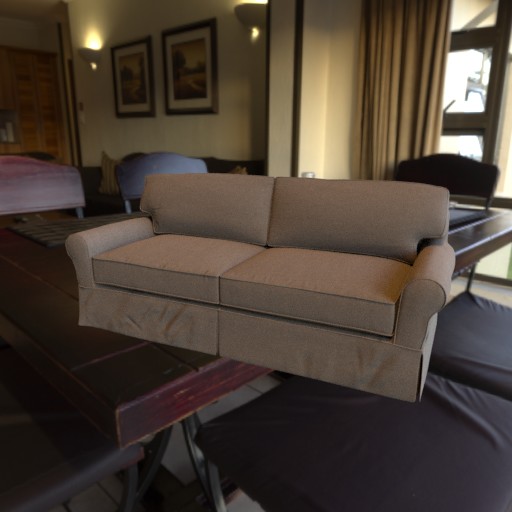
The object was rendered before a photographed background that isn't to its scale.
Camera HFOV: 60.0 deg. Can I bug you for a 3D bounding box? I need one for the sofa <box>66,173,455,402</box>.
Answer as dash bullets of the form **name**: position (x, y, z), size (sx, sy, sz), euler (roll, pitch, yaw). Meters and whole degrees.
- **sofa**: position (0.000, 0.000, 2.753), size (2.248, 0.943, 0.991), euler (7, 17, 24)
